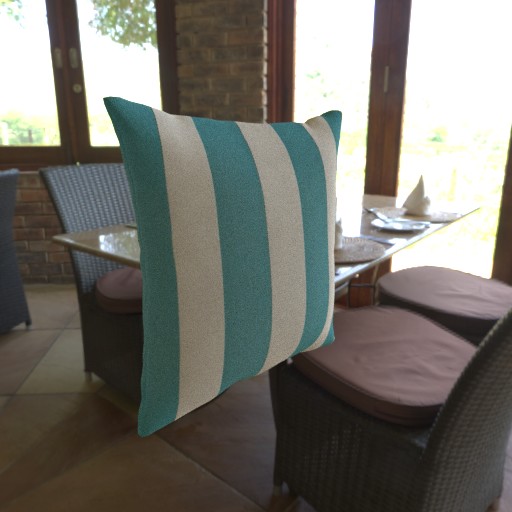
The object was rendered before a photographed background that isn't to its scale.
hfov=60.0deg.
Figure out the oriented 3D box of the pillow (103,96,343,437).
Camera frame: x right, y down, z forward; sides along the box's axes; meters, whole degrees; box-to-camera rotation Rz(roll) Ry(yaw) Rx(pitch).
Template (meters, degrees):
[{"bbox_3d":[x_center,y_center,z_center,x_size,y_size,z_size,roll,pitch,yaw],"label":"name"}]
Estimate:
[{"bbox_3d":[0.000,0.000,0.809,0.189,0.526,0.536,14,21,42],"label":"pillow"}]
